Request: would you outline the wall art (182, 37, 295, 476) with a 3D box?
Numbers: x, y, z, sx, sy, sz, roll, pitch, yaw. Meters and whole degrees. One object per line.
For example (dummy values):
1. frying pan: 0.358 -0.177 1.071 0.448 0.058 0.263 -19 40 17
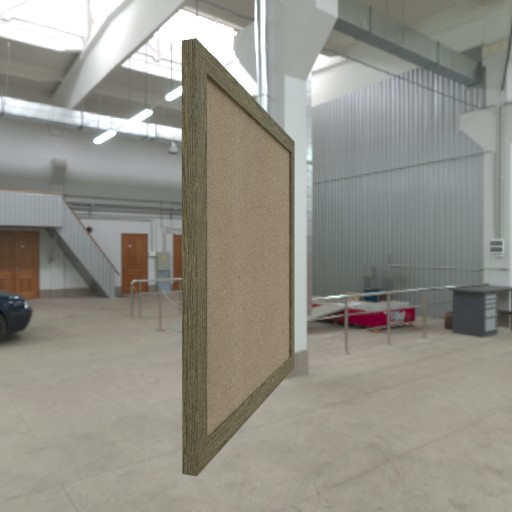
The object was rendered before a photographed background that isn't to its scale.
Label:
1. wall art: 0.000 0.000 0.757 0.019 0.508 0.508 0 1 18
